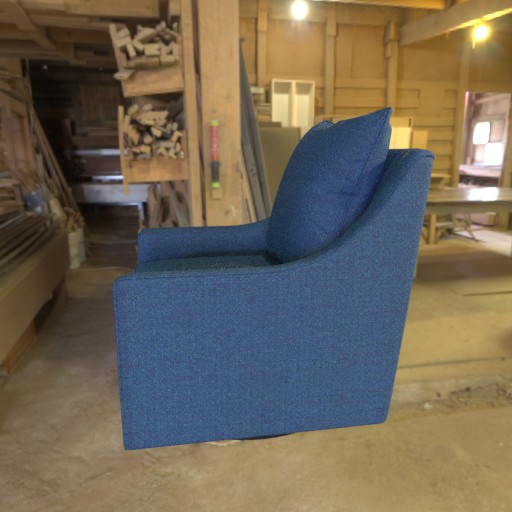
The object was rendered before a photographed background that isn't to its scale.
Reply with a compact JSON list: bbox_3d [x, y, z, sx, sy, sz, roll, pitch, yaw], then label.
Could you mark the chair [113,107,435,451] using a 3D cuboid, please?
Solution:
[{"bbox_3d":[0.000,0.000,1.534,0.870,0.939,0.750,-2,13,-9],"label":"chair"}]
